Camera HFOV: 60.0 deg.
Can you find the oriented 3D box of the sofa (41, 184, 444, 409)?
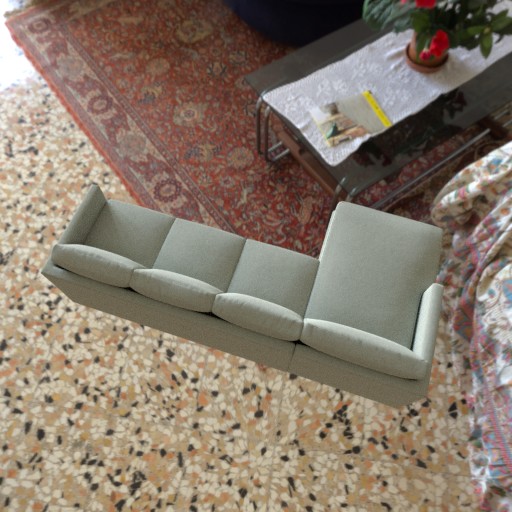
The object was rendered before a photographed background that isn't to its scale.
[{"bbox_3d":[0.000,0.000,3.991,3.205,0.922,1.650,17,66,8],"label":"sofa"}]
